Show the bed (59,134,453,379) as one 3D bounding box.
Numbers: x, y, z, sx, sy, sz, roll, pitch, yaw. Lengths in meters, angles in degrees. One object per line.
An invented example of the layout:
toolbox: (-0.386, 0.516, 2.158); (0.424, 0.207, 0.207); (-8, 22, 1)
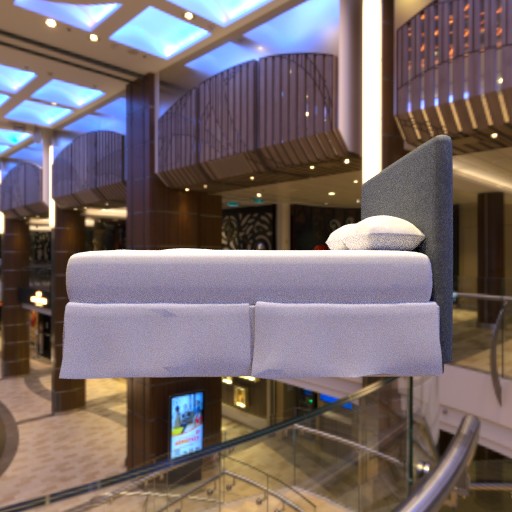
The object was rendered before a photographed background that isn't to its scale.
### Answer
bed: (0.000, 0.000, 3.162); (2.142, 1.330, 1.723); (0, 0, 0)
